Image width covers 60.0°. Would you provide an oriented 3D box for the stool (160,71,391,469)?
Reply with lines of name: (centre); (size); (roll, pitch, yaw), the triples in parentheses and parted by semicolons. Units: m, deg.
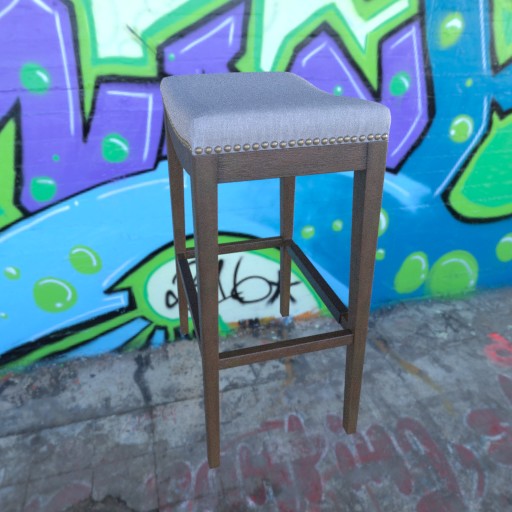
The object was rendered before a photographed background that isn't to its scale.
stool: (0.000, 0.000, 1.050); (0.356, 0.762, 0.508); (-8, 30, -14)
